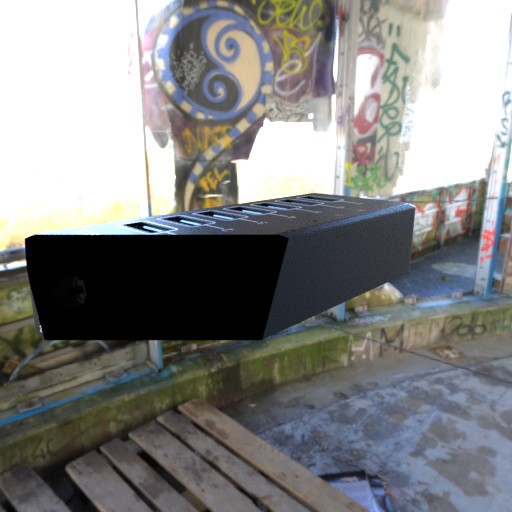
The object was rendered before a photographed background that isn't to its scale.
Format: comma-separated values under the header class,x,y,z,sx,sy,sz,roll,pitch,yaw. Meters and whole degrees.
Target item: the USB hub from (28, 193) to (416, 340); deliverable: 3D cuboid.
class,x,y,z,sx,sy,sz,roll,pitch,yaw
USB hub,0.000,0.000,0.126,0.044,0.023,0.110,15,21,43
